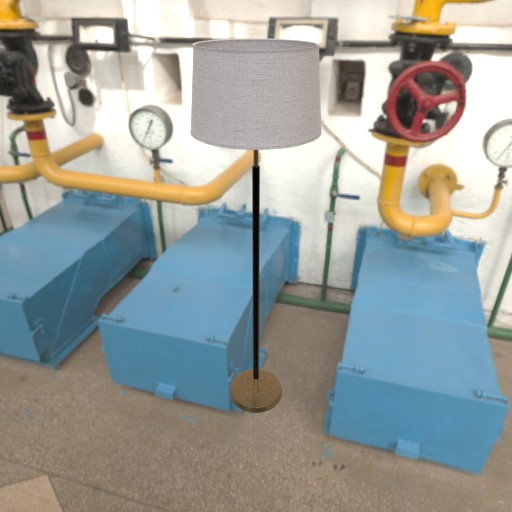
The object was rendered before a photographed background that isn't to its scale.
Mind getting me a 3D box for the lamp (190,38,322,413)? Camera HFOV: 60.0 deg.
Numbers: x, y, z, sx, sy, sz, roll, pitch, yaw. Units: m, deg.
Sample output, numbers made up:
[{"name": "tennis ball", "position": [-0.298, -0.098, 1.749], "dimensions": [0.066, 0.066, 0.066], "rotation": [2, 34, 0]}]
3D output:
[{"name": "lamp", "position": [0.000, 0.000, 1.668], "dimensions": [0.420, 1.447, 0.420], "rotation": [0, 30, 0]}]
